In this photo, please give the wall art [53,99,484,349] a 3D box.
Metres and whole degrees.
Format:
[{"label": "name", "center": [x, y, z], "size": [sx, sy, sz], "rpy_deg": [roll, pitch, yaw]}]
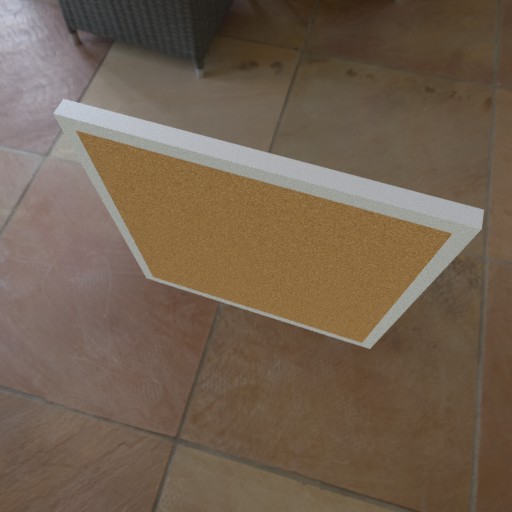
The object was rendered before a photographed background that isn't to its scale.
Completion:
[{"label": "wall art", "center": [0.000, 0.000, 1.101], "size": [0.762, 0.762, 0.038], "rpy_deg": [17, 65, 8]}]
